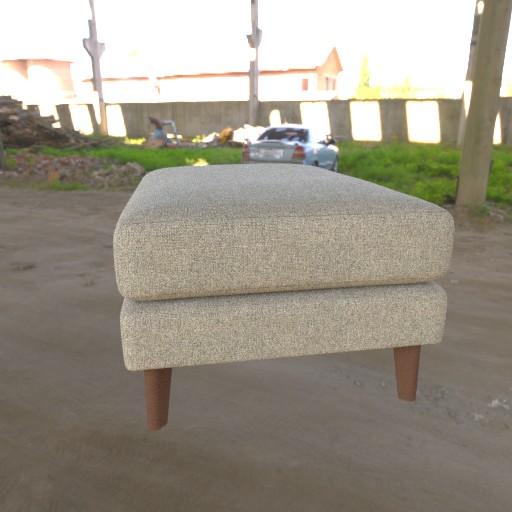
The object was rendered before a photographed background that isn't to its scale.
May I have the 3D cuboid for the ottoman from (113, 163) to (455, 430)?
[{"bbox_3d":[0.000,0.000,1.174,0.611,0.441,0.821,-3,17,-10],"label":"ottoman"}]
